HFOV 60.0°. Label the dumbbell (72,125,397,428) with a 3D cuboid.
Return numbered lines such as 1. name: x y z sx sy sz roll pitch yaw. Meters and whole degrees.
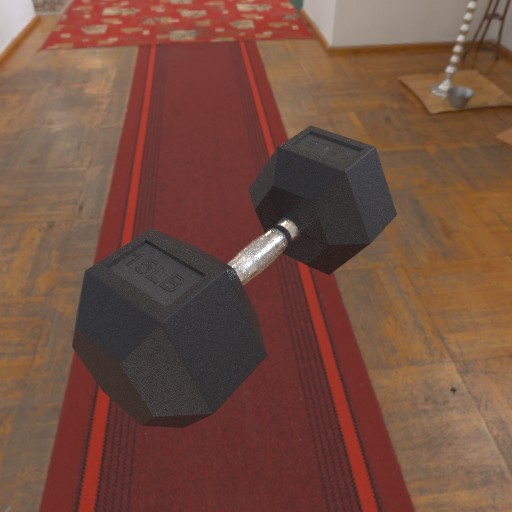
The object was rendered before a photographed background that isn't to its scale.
1. dumbbell: 0.000 0.000 0.334 0.122 0.106 0.271 28 49 27
